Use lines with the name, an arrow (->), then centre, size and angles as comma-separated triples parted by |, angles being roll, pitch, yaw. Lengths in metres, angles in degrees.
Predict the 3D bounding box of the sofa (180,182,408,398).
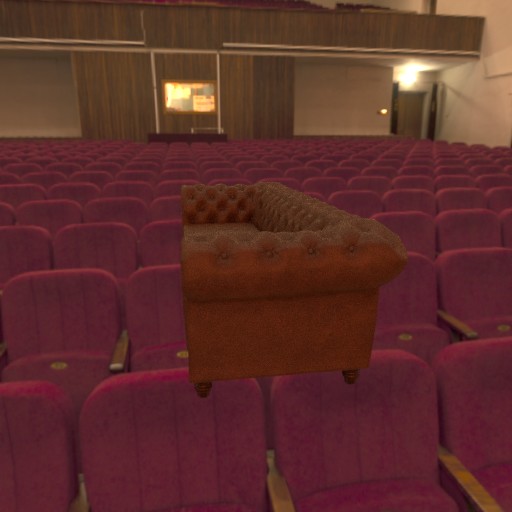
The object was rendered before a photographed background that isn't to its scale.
sofa -> 0.000, 0.000, 2.869 | 0.944, 0.783, 2.385 | -2, 15, -9
